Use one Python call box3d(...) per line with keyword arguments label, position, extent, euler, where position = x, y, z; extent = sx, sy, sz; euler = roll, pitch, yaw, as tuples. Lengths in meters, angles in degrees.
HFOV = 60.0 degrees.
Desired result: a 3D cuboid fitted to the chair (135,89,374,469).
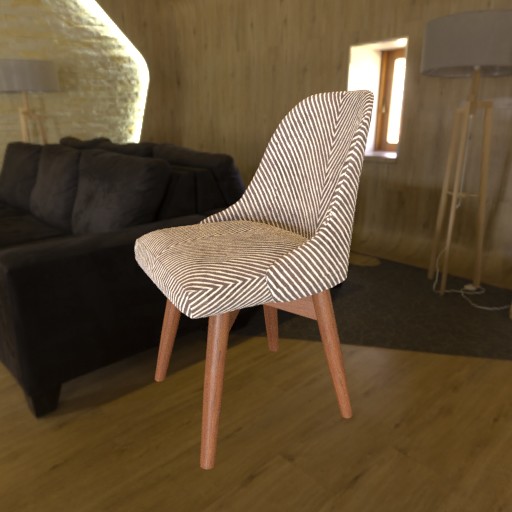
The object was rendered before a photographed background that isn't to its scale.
box3d(label="chair", position=(0.000, 0.000, 1.242), extent=(0.591, 0.883, 0.504), euler=(-9, 19, -26))
